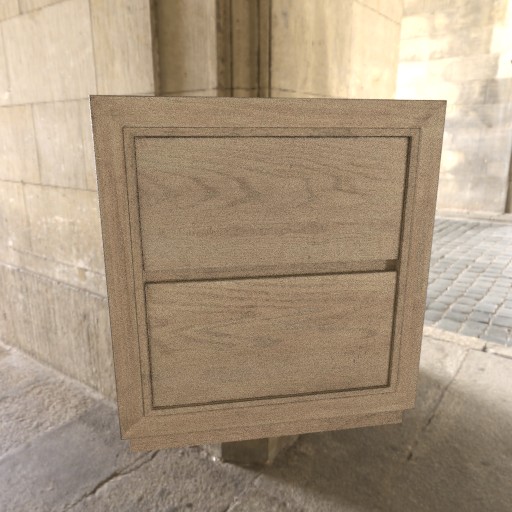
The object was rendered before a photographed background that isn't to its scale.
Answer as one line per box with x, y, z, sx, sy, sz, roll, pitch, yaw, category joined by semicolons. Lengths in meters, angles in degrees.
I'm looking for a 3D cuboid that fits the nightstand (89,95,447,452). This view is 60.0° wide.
0.000;0.000;1.055;0.612;0.673;0.483;-2;15;-9;nightstand
